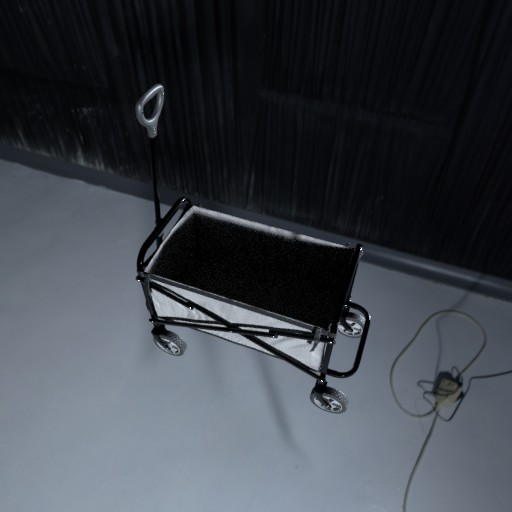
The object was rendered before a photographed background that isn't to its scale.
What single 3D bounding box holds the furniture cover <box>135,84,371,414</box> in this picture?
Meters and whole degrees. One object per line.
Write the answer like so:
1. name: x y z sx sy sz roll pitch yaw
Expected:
1. furniture cover: 0.000 0.000 1.815 1.038 1.295 0.532 16 49 14
